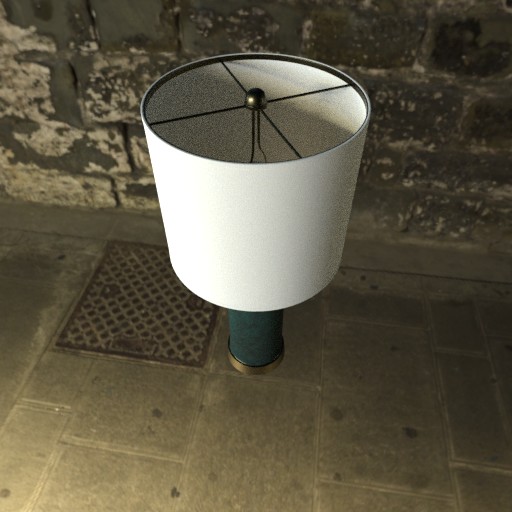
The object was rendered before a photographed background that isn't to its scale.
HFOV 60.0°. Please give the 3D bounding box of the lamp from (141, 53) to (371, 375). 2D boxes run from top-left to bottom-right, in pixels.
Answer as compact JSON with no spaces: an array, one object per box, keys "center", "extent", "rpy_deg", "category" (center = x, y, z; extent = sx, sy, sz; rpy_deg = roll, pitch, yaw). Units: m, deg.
[{"center":[0.000,0.000,0.804],"extent":[0.301,0.630,0.301],"rpy_deg":[17,49,16],"category":"lamp"}]
